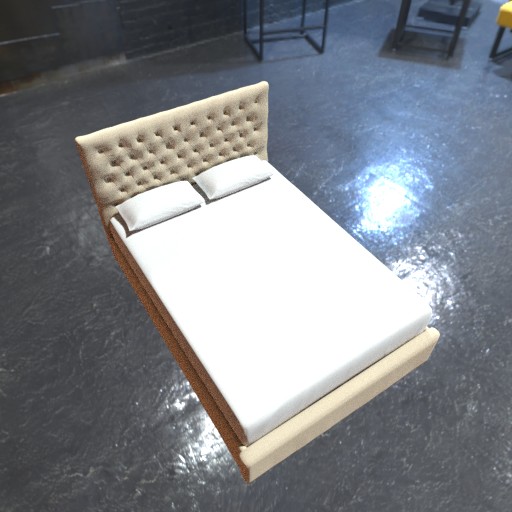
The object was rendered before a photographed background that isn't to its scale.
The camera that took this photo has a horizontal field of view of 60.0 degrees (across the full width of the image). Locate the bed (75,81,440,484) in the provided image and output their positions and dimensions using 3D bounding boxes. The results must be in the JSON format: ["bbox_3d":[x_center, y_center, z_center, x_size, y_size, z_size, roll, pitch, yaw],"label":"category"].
[{"bbox_3d":[0.000,0.000,3.399,1.698,1.427,2.387,-25,52,-22],"label":"bed"}]
